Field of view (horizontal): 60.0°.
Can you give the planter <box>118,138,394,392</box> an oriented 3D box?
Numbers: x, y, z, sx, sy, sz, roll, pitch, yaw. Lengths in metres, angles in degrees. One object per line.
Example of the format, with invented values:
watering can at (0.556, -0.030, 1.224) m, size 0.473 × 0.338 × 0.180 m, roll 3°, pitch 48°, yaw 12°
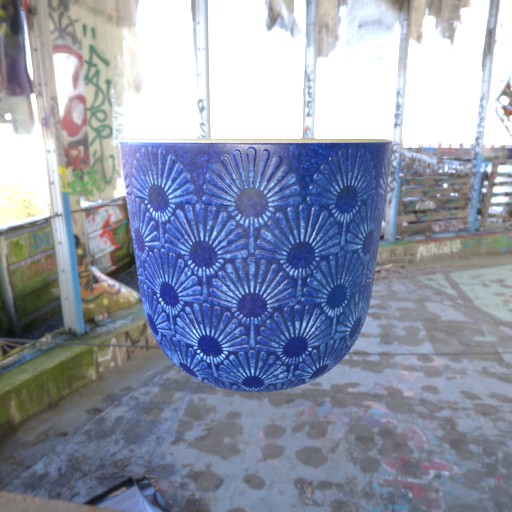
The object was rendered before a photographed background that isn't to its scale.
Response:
planter at (0.000, 0.000, 0.370) m, size 0.206 × 0.190 × 0.206 m, roll 0°, pitch 15°, yaw 0°
